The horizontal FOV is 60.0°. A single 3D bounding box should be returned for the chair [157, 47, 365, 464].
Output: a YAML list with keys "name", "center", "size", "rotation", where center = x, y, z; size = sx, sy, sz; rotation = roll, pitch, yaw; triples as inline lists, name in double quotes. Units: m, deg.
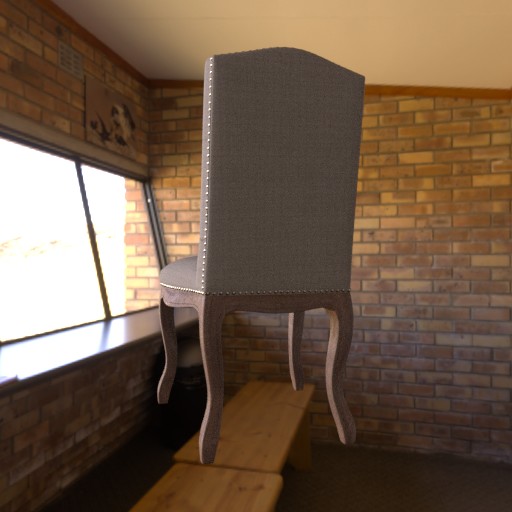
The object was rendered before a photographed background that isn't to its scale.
- name: "chair"
  center: [0.000, 0.000, 1.592]
  size: [0.637, 1.191, 0.731]
  rotation: [0, 0, -17]
